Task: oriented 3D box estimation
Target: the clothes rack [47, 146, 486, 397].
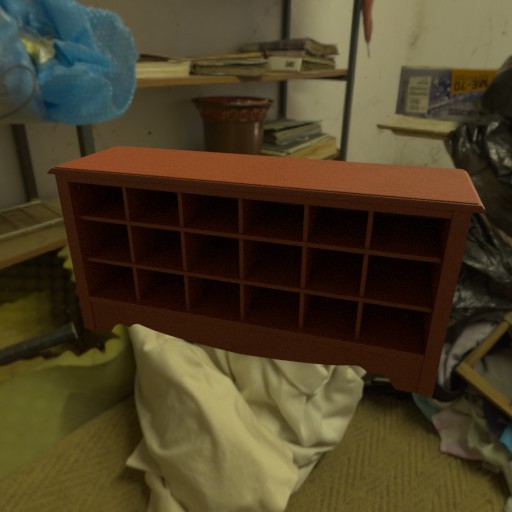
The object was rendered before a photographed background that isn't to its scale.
[{"bbox_3d":[0.000,0.000,1.489,1.251,0.594,0.362,8,26,16],"label":"clothes rack"}]
